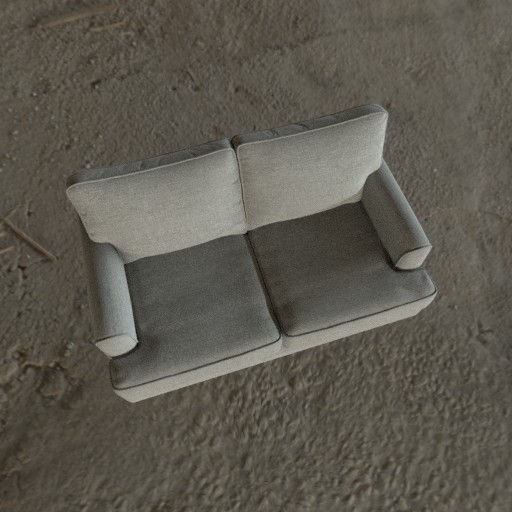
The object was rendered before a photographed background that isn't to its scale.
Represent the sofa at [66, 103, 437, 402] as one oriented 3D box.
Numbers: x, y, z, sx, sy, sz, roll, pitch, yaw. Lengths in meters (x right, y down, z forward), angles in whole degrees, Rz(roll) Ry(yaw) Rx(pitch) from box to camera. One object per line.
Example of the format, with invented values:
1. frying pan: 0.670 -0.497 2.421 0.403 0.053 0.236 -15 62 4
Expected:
1. sofa: 0.000 0.000 2.253 1.651 0.965 0.965 -15 64 -8
